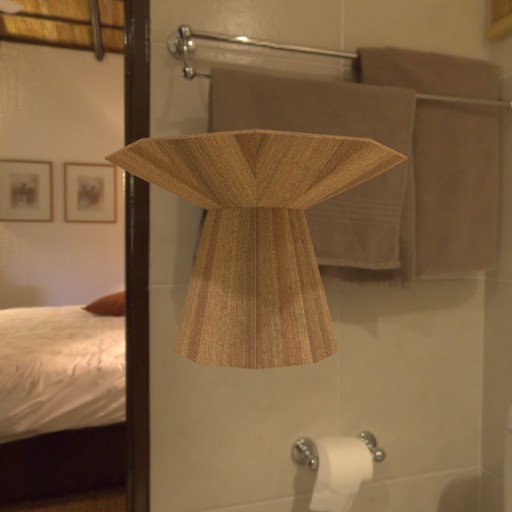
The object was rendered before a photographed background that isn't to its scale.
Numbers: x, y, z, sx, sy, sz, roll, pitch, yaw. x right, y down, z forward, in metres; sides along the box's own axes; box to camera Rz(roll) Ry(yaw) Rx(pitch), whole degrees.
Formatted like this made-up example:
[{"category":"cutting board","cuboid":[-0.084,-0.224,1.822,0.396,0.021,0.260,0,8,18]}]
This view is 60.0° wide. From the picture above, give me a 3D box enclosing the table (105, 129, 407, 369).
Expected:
[{"category":"table","cuboid":[0.000,0.000,1.848,1.186,0.752,1.186,0,2,0]}]
